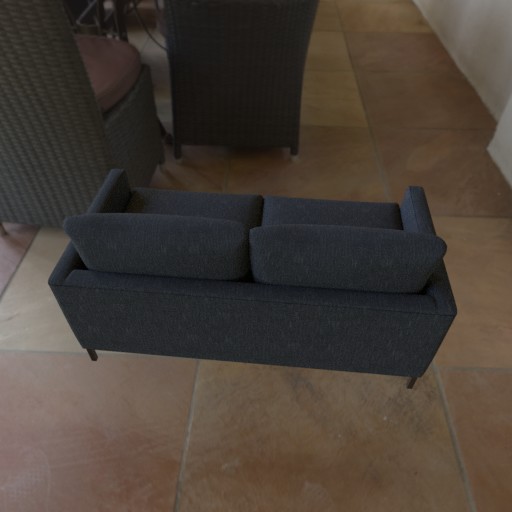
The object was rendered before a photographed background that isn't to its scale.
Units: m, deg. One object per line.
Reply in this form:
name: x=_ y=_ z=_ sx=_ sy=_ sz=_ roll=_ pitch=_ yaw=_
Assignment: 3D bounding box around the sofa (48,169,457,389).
sofa: x=0.000 y=0.000 z=2.233 sx=1.716 sy=0.862 sz=0.866 roll=4 pitch=45 yaw=4
